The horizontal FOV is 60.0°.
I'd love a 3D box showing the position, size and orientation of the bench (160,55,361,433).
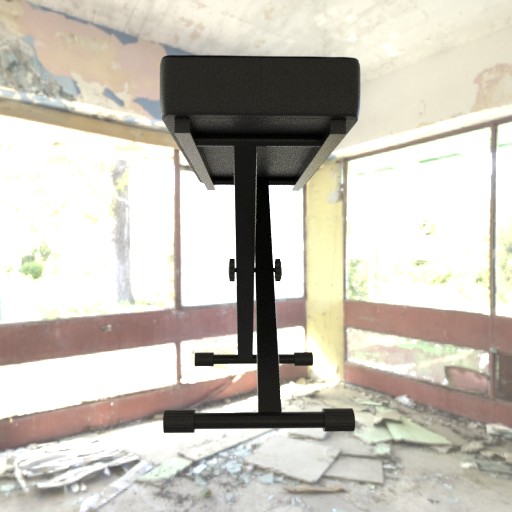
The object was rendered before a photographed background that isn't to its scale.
[{"bbox_3d":[0.000,0.000,0.920,0.300,0.561,0.600,0,0,-1],"label":"bench"}]
